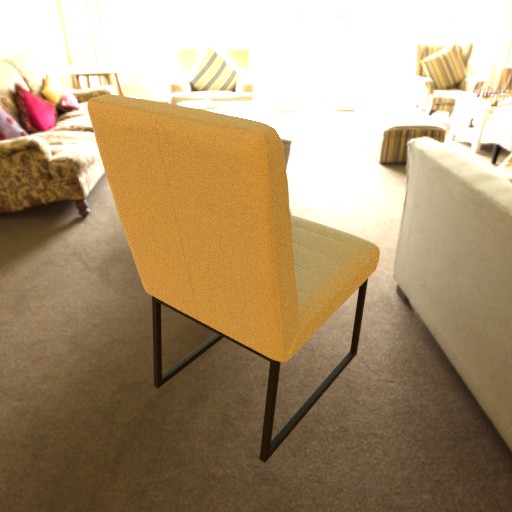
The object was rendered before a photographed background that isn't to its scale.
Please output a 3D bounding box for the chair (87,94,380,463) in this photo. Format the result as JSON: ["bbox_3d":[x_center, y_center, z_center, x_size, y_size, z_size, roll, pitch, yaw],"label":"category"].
[{"bbox_3d":[0.000,0.000,1.295,0.520,0.930,0.634,21,36,32],"label":"chair"}]
